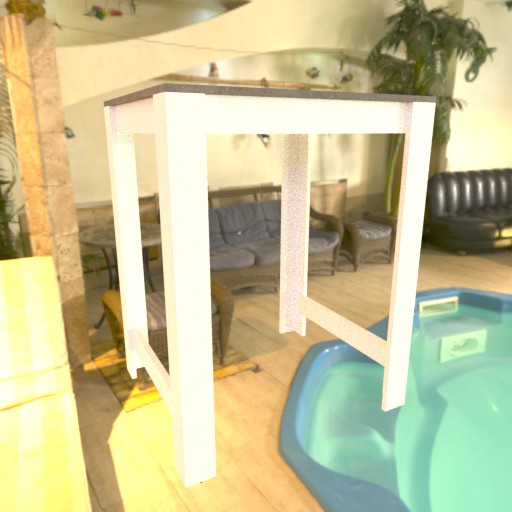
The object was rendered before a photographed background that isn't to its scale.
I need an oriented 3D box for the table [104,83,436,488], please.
[{"bbox_3d":[0.000,0.000,1.527,0.800,1.020,0.700,-8,18,-27],"label":"table"}]
